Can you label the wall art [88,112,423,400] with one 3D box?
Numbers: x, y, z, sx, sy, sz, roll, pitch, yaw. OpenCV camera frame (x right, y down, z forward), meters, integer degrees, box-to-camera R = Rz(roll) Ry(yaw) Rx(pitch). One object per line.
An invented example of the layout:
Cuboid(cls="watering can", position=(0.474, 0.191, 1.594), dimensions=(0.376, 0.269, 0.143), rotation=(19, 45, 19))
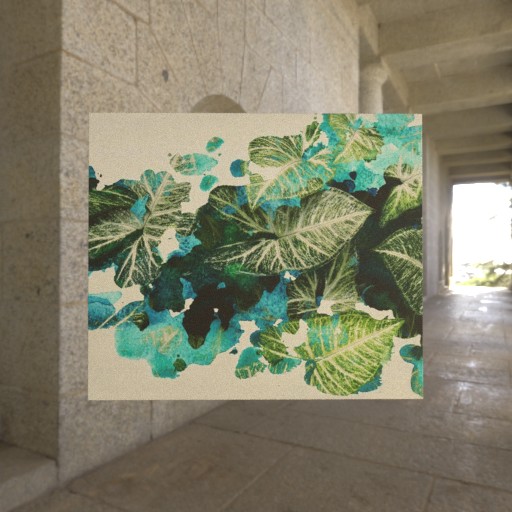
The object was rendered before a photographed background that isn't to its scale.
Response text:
Cuboid(cls="wall art", position=(0.000, 0.000, 0.692), dimensions=(0.507, 0.435, 0.041), rotation=(0, -1, -1))
